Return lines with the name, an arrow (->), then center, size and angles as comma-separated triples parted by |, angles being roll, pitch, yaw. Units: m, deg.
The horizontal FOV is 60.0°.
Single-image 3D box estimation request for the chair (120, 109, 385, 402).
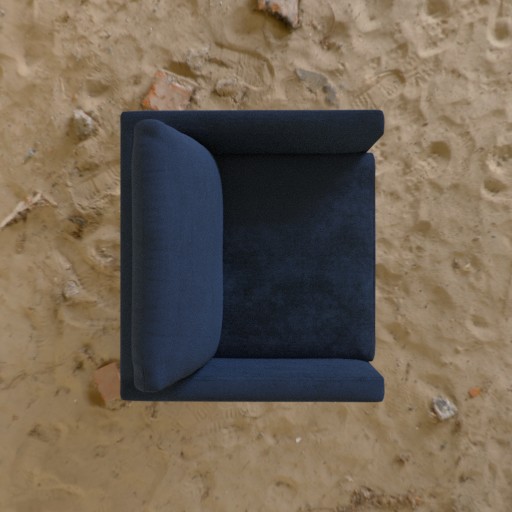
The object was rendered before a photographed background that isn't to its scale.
chair -> 0.000, 0.000, 1.627 | 0.875, 0.812, 0.964 | 0, 90, 1
